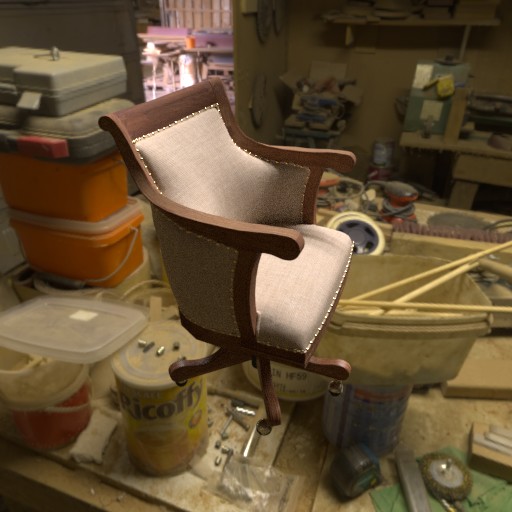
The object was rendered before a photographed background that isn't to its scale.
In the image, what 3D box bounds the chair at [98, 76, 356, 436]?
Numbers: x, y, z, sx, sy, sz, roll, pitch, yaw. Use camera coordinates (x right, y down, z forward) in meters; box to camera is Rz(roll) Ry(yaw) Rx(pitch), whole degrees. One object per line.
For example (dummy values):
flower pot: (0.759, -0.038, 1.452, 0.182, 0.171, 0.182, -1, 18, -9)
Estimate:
chair: (0.000, 0.000, 1.419, 0.689, 0.965, 0.656, 12, 33, 19)
